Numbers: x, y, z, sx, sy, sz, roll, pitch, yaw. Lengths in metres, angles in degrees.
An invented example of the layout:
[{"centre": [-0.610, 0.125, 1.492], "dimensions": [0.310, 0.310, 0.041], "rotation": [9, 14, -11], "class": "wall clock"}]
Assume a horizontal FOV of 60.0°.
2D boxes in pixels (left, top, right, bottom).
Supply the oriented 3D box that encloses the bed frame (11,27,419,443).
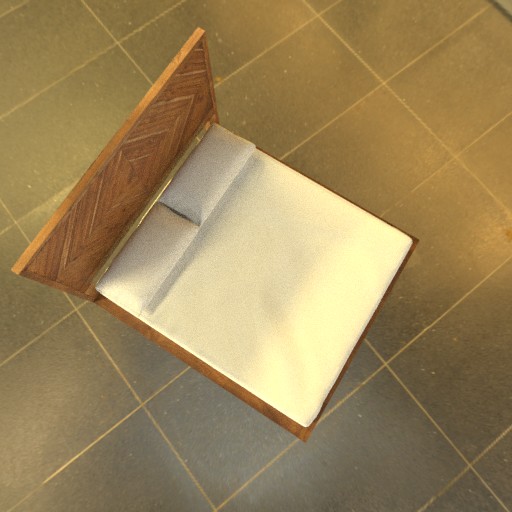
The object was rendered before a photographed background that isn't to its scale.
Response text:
[{"centre": [0.000, 0.000, 3.490], "dimensions": [2.235, 1.537, 2.038], "rotation": [31, 78, 7], "class": "bed frame"}]
